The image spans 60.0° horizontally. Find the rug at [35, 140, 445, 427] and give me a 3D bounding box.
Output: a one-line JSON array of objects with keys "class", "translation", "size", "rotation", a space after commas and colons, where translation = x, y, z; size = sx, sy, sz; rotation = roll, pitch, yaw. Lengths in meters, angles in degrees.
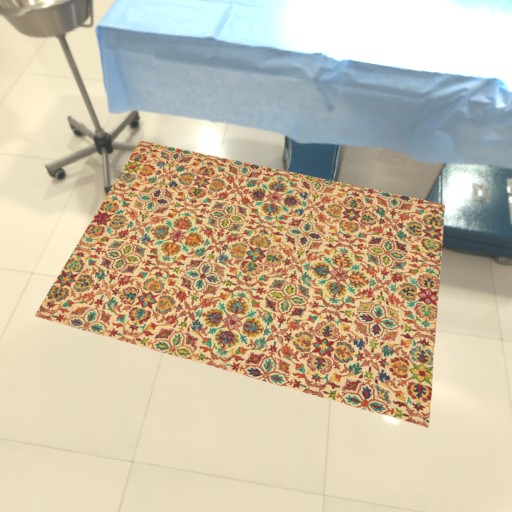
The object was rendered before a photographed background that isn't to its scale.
[{"class": "rug", "translation": [0.000, 0.000, 2.282], "size": [1.838, 0.013, 1.226], "rotation": [14, 59, 8]}]
